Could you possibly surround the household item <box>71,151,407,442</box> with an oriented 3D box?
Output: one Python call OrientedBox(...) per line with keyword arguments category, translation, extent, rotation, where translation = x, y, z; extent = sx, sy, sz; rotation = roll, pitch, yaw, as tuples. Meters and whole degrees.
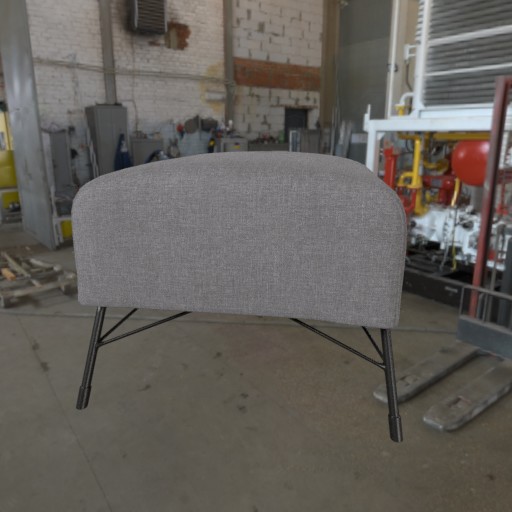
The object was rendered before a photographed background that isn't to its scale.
OrientedBox(category="household item", translation=(0.000, 0.000, 0.897), extent=(0.530, 0.410, 0.530), rotation=(2, 15, 9))
